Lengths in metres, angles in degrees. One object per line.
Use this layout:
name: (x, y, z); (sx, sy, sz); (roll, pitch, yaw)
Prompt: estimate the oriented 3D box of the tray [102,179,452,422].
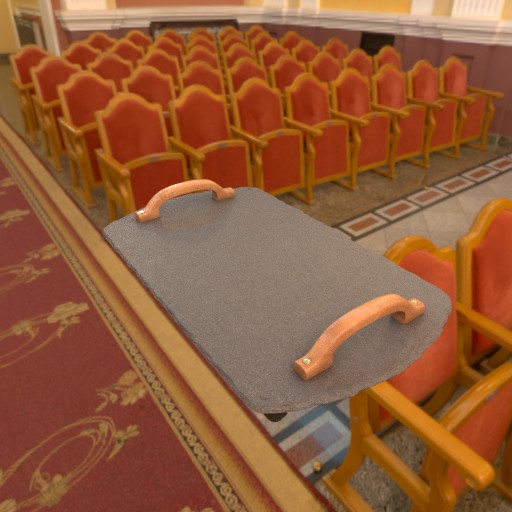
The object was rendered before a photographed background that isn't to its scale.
tray: (0.000, 0.000, 0.469); (0.231, 0.062, 0.387); (-20, 37, -29)
